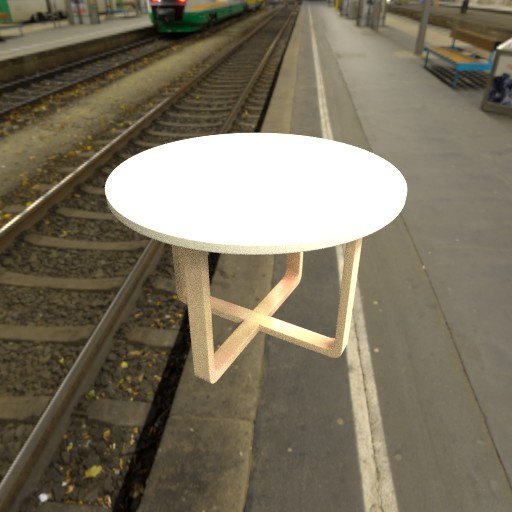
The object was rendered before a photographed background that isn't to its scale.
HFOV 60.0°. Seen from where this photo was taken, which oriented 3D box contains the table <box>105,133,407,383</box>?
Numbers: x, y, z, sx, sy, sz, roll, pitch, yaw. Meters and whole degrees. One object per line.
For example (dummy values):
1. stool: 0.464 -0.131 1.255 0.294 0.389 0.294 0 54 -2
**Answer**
1. table: 0.000 0.000 1.019 0.600 0.400 0.600 0 31 0
